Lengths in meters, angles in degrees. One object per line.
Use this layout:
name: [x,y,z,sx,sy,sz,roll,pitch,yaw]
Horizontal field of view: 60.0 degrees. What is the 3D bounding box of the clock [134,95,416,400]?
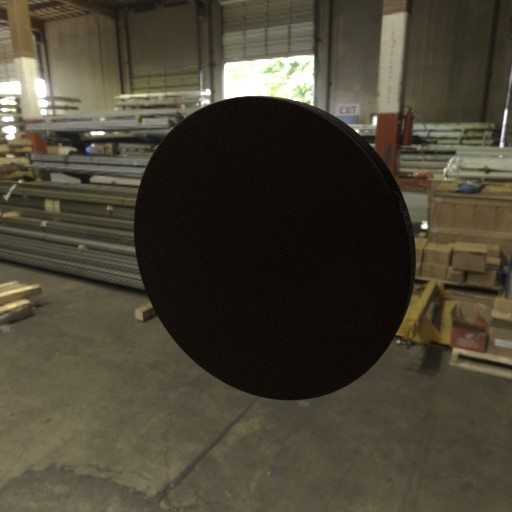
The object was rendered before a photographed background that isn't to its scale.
clock: [0.000,0.000,0.461,0.314,0.314,0.029,9,18,28]
